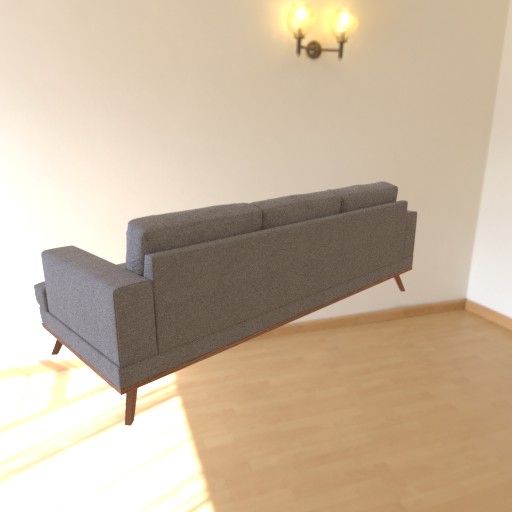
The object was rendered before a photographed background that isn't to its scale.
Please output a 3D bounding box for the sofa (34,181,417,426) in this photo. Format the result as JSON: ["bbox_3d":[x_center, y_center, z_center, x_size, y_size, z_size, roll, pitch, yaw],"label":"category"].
[{"bbox_3d":[0.000,0.000,2.714,2.310,0.810,0.920,-15,22,-42],"label":"sofa"}]
